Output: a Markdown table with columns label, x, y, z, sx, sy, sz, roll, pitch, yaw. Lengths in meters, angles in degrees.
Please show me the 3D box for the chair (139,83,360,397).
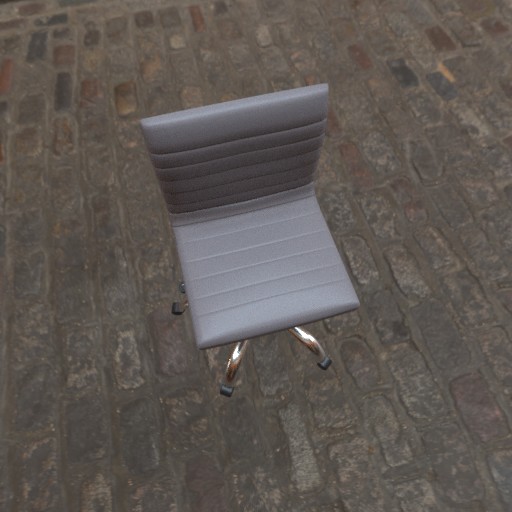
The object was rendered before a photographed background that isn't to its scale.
| label | x | y | z | sx | sy | sz | roll | pitch | yaw |
| --- | --- | --- | --- | --- | --- | --- | --- | --- | --- |
| chair | 0.000 | 0.000 | 1.154 | 0.556 | 0.780 | 0.530 | -13 | 64 | -7 |
